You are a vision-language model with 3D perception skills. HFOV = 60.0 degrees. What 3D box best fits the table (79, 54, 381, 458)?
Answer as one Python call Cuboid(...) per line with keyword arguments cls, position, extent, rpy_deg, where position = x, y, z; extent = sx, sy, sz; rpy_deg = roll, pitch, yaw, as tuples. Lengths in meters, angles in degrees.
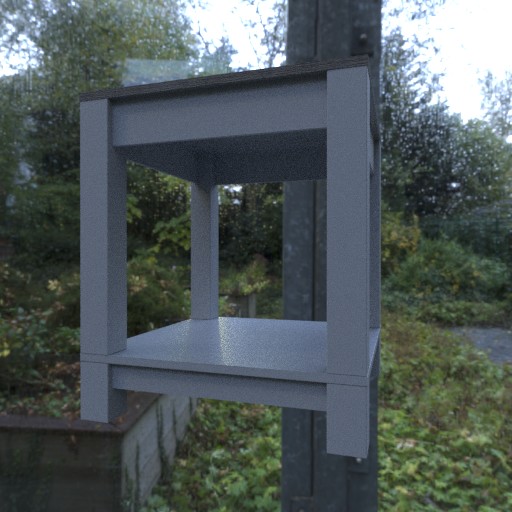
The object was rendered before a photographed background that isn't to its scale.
Cuboid(cls="table", position=(0.000, 0.000, 0.961), extent=(0.504, 0.587, 0.506), rpy_deg=(0, 0, 18))
